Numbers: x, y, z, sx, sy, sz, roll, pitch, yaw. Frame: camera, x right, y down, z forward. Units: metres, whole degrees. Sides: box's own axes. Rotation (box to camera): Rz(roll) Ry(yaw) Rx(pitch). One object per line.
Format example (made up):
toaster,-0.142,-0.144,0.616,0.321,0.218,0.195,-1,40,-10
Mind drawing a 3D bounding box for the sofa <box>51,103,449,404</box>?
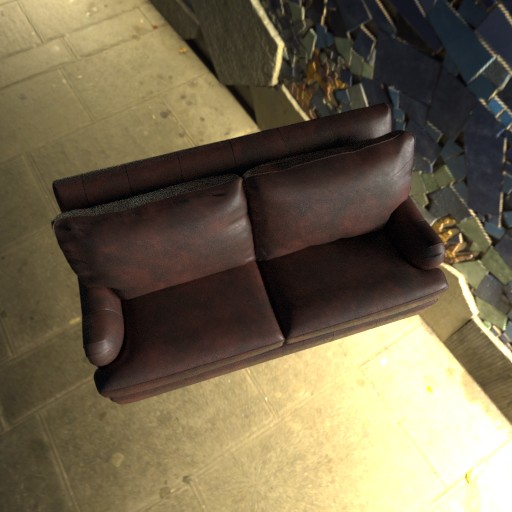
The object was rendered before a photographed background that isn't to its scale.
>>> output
sofa,0.000,0.000,2.745,2.144,1.071,1.147,-15,64,-8
